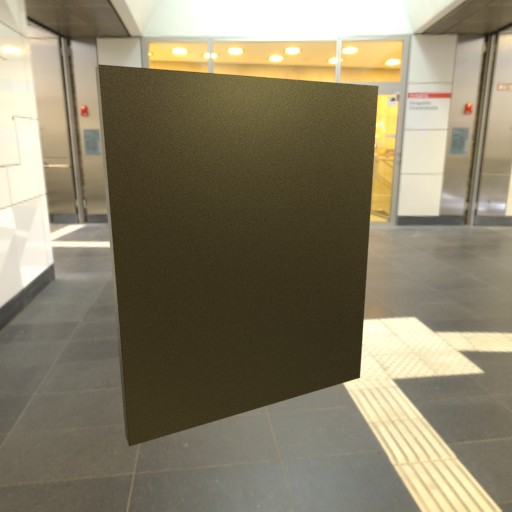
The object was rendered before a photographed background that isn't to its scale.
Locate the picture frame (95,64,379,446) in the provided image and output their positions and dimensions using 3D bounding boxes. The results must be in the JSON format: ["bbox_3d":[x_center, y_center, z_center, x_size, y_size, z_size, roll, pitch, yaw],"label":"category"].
[{"bbox_3d":[0.000,0.000,0.740,0.460,0.556,0.028,-7,16,-26],"label":"picture frame"}]
